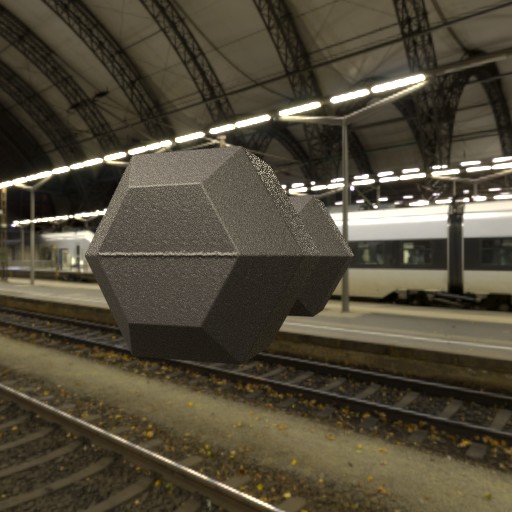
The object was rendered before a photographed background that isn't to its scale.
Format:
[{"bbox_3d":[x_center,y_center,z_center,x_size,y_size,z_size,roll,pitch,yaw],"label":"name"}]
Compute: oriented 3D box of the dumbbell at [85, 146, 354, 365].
[{"bbox_3d":[0.000,0.000,0.332,0.122,0.106,0.271,0,0,18],"label":"dumbbell"}]
